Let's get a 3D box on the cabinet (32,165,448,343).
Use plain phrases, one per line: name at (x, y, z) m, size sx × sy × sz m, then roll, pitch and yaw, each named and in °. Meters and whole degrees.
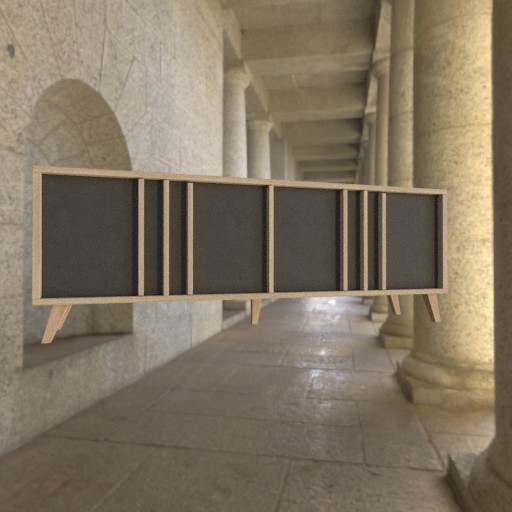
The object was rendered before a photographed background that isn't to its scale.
cabinet at (0.000, 0.000, 2.492) m, size 2.198 × 0.779 × 0.499 m, roll 0°, pitch 0°, yaw -18°
